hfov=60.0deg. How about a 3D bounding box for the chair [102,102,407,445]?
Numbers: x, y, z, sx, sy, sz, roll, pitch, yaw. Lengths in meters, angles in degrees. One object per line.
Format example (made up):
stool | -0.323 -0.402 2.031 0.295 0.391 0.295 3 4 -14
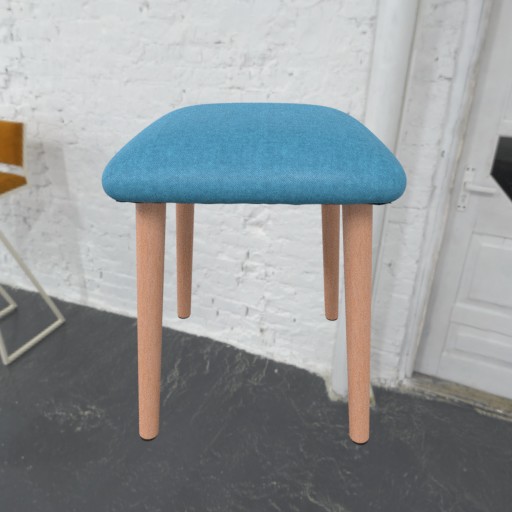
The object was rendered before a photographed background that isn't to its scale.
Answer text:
chair | 0.000 0.000 0.709 0.360 0.450 0.360 1 27 1
